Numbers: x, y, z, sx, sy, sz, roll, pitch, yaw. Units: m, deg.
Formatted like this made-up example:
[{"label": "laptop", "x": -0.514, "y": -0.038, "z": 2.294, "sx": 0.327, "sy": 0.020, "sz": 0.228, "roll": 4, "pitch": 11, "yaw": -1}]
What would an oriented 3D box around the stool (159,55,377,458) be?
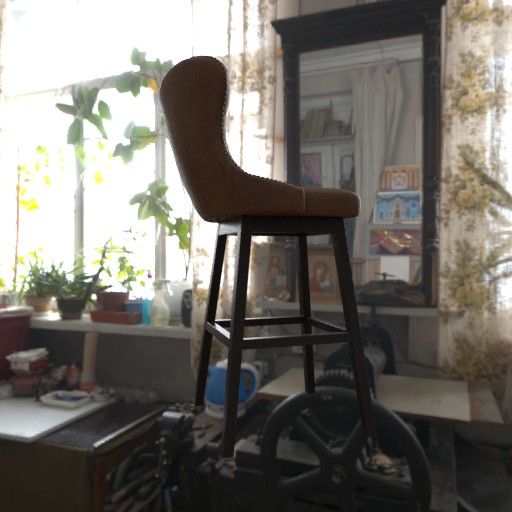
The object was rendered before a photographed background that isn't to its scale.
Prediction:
[{"label": "stool", "x": 0.000, "y": 0.000, "z": 1.408, "sx": 0.601, "sy": 1.050, "sz": 0.528, "roll": 0, "pitch": 1, "yaw": -18}]
